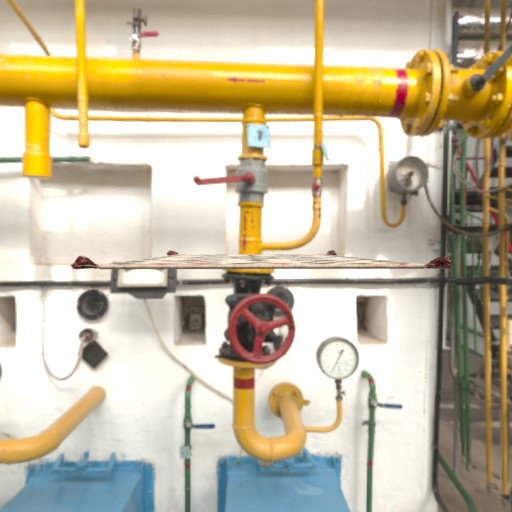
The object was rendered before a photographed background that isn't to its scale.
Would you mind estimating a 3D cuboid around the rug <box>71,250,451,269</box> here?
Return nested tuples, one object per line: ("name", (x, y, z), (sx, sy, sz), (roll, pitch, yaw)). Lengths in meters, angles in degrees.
("rug", (0.000, 0.000, 3.268), (1.741, 0.066, 2.672), (0, 1, -2))
